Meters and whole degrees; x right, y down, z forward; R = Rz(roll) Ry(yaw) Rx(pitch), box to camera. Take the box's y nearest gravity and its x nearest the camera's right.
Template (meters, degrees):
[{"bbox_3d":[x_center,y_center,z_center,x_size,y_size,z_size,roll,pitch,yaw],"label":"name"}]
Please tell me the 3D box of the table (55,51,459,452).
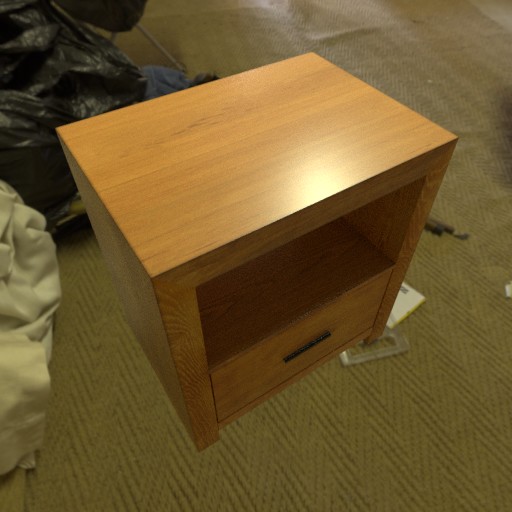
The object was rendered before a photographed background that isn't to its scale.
[{"bbox_3d":[0.000,0.000,0.961,0.550,0.605,0.400,-26,53,-22],"label":"table"}]
